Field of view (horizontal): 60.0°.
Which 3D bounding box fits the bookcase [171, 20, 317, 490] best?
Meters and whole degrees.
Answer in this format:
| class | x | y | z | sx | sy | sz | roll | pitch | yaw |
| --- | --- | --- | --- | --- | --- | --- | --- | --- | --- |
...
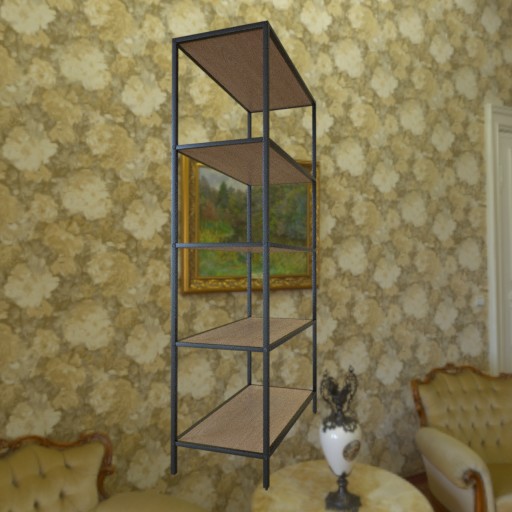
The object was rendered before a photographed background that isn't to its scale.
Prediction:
| class | x | y | z | sx | sy | sz | roll | pitch | yaw |
| --- | --- | --- | --- | --- | --- | --- | --- | --- | --- |
| bookcase | 0.000 | 0.000 | 1.830 | 0.350 | 1.500 | 0.770 | 0 | -1 | 19 |
